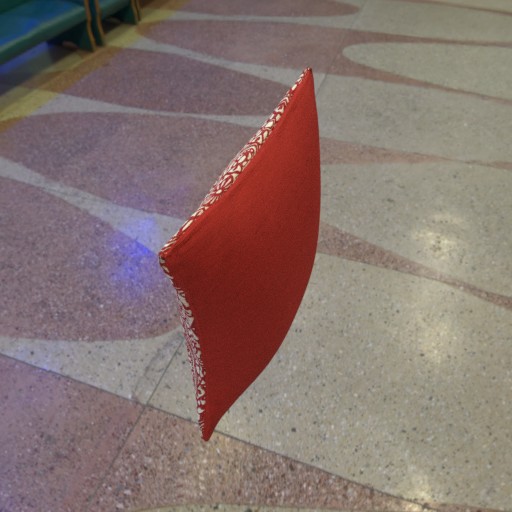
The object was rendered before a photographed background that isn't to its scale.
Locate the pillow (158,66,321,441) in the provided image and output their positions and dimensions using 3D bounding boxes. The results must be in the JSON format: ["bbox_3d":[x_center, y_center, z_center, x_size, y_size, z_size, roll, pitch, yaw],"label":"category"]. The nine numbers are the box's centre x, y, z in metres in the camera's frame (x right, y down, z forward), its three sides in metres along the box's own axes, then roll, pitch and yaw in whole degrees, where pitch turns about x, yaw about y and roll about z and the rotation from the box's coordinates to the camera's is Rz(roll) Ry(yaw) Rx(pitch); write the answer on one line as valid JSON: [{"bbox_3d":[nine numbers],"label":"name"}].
[{"bbox_3d":[0.000,0.000,0.683,0.162,0.419,0.438,16,48,15],"label":"pillow"}]
